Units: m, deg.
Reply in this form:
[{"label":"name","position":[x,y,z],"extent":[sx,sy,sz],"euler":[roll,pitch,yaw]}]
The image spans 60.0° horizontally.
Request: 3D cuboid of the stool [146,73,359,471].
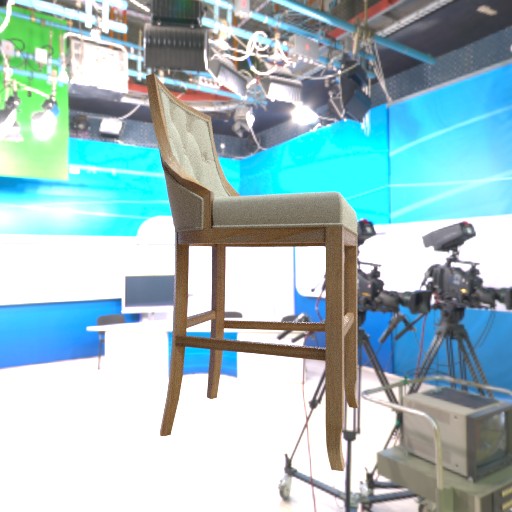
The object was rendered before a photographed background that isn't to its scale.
[{"label":"stool","position":[0.000,0.000,1.465],"extent":[0.626,1.101,0.524],"euler":[0,0,17]}]
